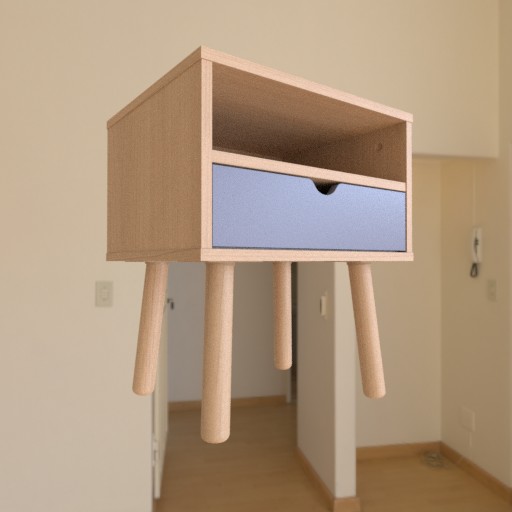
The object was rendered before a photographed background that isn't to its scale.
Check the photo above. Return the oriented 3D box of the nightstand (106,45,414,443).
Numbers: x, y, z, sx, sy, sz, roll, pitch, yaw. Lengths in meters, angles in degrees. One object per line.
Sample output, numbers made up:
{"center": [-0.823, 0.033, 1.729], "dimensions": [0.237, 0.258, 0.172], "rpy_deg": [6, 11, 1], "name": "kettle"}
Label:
{"center": [0.000, 0.000, 0.848], "dimensions": [0.450, 0.530, 0.380], "rpy_deg": [1, -1, -36], "name": "nightstand"}
